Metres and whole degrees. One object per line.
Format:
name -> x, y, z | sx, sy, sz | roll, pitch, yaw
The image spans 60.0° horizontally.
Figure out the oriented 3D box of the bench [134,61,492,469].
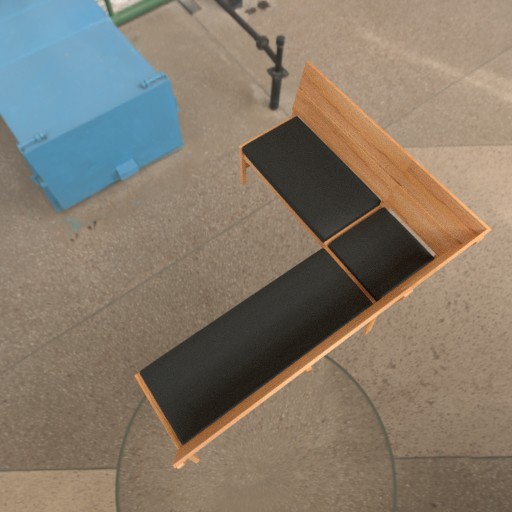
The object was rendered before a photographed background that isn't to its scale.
bench -> 0.000, 0.000, 2.759 | 1.948, 0.890, 1.548 | -33, 69, -15
